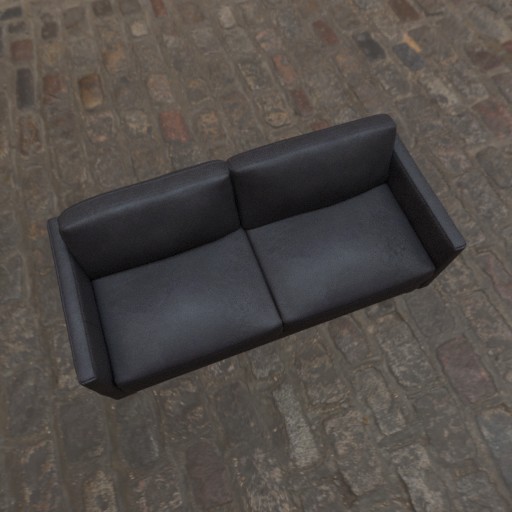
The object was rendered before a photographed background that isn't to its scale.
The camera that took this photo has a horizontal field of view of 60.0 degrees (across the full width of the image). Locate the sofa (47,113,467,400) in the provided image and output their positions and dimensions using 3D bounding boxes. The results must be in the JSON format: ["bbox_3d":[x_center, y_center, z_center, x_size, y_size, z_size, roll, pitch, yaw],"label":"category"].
[{"bbox_3d":[0.000,0.000,2.446,1.971,0.863,0.933,-19,66,-8],"label":"sofa"}]
